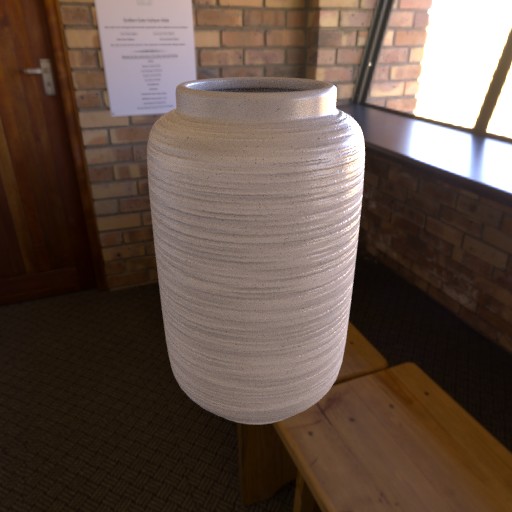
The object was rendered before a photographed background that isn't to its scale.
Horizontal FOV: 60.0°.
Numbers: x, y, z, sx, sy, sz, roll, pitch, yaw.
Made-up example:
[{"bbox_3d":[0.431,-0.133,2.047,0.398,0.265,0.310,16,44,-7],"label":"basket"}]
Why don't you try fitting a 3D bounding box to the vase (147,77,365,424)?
[{"bbox_3d":[0.000,0.000,0.461,0.202,0.335,0.202,0,27,0],"label":"vase"}]
